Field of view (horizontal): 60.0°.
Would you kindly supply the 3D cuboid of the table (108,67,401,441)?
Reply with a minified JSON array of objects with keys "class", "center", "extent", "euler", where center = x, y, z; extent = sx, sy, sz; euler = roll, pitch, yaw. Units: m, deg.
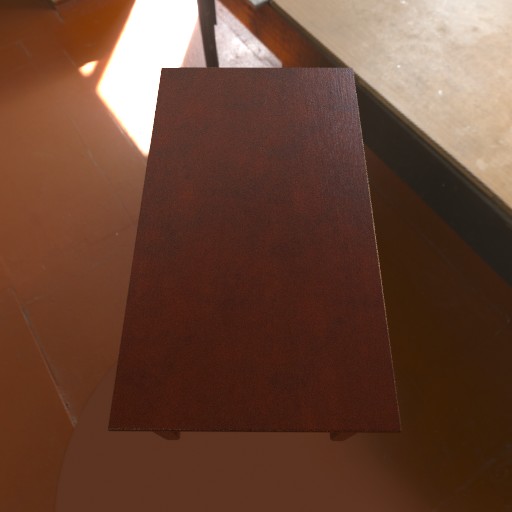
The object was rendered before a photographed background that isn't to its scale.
[{"class":"table","center":[0.000,0.000,1.216],"extent":[0.533,0.456,0.943],"euler":[0,63,0]}]
